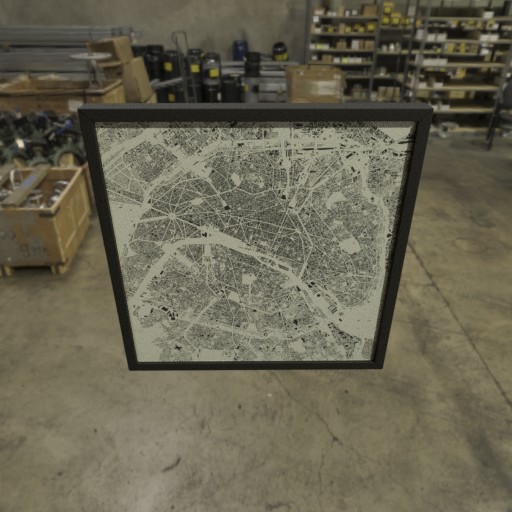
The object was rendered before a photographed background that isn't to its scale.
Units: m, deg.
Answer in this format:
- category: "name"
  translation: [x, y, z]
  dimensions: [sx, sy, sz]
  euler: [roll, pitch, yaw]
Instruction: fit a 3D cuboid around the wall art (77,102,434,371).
- category: "wall art"
  translation: [0.000, 0.000, 0.773]
  dimensions: [0.508, 0.508, 0.037]
  euler: [0, 30, 0]
